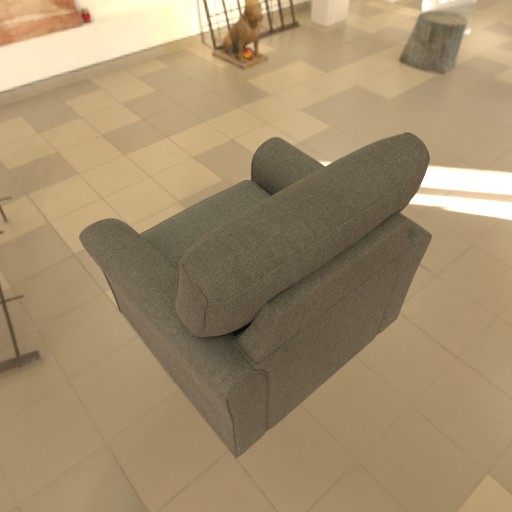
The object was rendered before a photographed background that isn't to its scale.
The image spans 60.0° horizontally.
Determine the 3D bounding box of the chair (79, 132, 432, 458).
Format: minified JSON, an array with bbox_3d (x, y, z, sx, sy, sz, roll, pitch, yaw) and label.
[{"bbox_3d":[0.000,0.000,1.600,0.941,0.890,0.816,-32,54,-27],"label":"chair"}]
